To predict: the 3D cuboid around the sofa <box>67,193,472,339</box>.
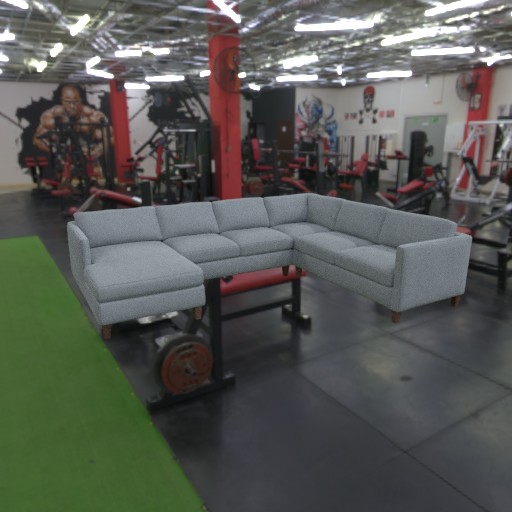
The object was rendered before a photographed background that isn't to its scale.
[{"bbox_3d":[0.000,0.000,4.464,3.238,0.853,2.551,-9,18,-28],"label":"sofa"}]
